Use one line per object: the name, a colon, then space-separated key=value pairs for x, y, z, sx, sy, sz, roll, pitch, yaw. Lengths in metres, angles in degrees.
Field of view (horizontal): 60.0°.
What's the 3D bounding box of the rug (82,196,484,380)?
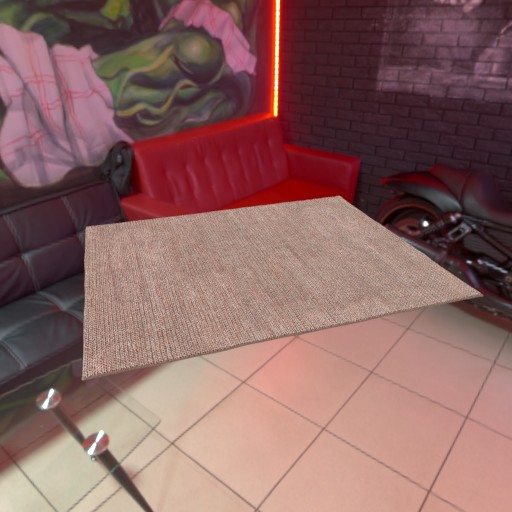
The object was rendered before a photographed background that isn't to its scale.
rug: x=0.000 y=0.000 z=4.151 sx=3.052 sy=0.030 sz=2.429 roll=-9 pitch=29 yaw=-16
